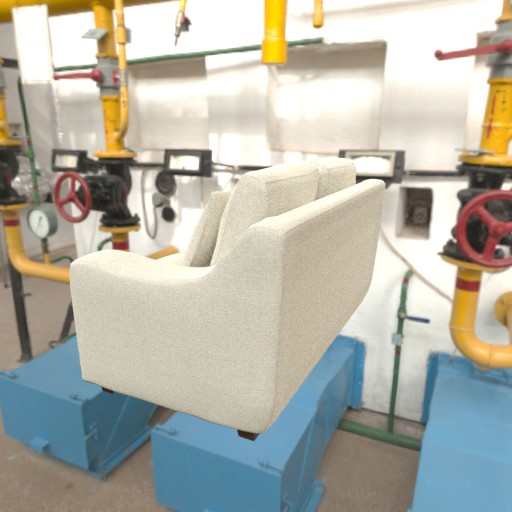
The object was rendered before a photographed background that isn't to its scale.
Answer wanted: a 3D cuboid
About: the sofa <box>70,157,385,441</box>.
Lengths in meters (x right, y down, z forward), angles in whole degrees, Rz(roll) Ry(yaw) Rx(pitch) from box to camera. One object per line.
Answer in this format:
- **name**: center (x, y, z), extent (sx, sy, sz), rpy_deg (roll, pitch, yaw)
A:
- **sofa**: center (0.000, 0.000, 2.446), extent (1.040, 1.047, 1.744), rpy_deg (8, 17, 25)
